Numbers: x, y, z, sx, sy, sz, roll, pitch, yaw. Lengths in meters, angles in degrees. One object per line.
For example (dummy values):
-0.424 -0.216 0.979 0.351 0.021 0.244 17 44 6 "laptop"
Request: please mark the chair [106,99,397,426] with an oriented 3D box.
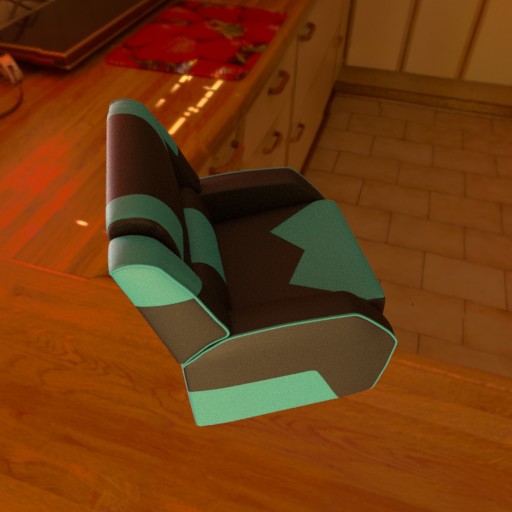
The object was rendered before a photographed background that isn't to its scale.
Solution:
0.000 0.000 1.282 0.672 0.805 0.620 -9 48 -9 "chair"
